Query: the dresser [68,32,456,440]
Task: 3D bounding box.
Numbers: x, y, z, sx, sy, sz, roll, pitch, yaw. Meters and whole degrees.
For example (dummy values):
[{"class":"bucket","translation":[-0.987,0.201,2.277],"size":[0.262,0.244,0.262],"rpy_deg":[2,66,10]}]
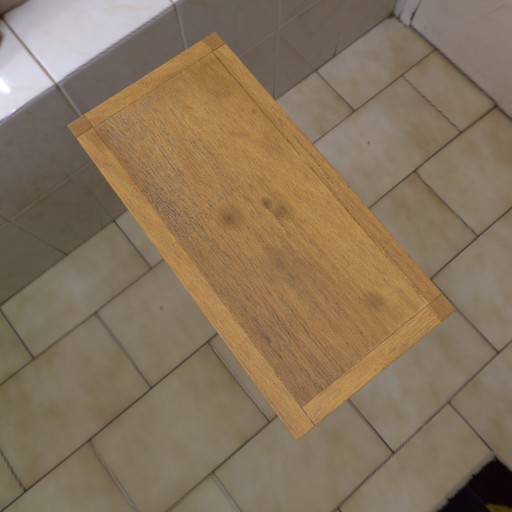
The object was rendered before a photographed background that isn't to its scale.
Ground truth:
[{"class":"dresser","translation":[0.000,0.000,1.305],"size":[0.427,0.804,0.804],"rpy_deg":[-36,79,-8]}]
